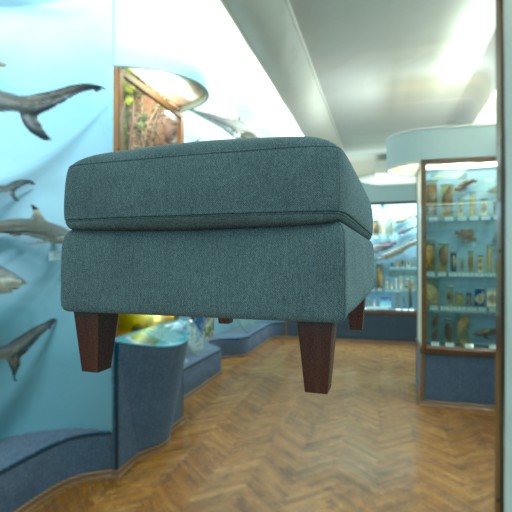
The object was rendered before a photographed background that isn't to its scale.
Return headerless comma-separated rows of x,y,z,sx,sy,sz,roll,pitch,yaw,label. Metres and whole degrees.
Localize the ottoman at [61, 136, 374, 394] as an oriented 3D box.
0.000,0.000,1.207,0.584,0.483,0.864,0,-1,18,ottoman
